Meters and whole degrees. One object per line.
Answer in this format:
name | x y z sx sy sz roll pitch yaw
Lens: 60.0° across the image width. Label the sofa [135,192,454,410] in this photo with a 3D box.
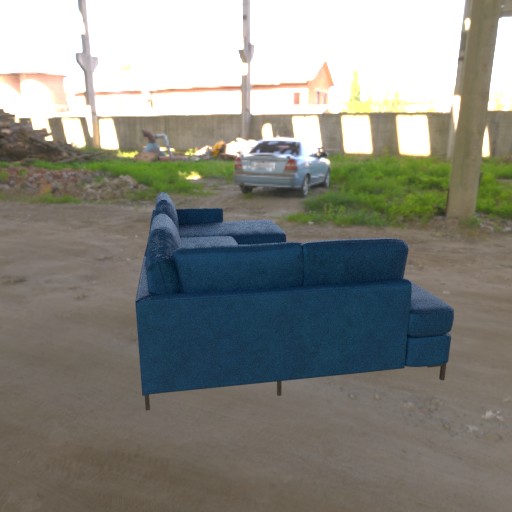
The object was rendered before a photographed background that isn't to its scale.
sofa | 0.000 0.000 4.359 2.055 0.992 3.434 -3 15 -11
